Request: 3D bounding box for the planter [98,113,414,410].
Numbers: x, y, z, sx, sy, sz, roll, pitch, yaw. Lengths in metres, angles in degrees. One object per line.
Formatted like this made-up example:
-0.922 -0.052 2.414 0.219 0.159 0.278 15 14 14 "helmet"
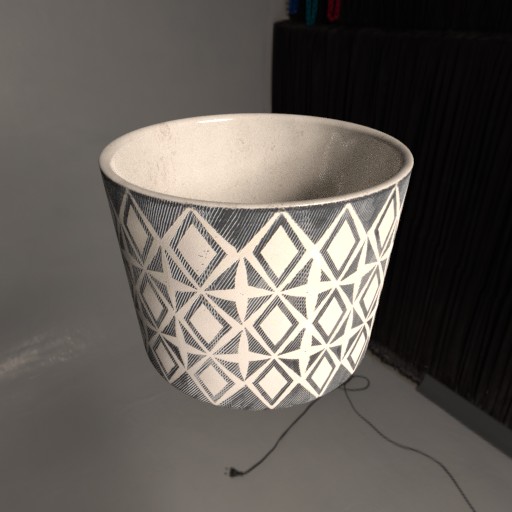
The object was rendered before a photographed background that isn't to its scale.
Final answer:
0.000 0.000 0.437 0.260 0.220 0.260 0 30 0 "planter"
